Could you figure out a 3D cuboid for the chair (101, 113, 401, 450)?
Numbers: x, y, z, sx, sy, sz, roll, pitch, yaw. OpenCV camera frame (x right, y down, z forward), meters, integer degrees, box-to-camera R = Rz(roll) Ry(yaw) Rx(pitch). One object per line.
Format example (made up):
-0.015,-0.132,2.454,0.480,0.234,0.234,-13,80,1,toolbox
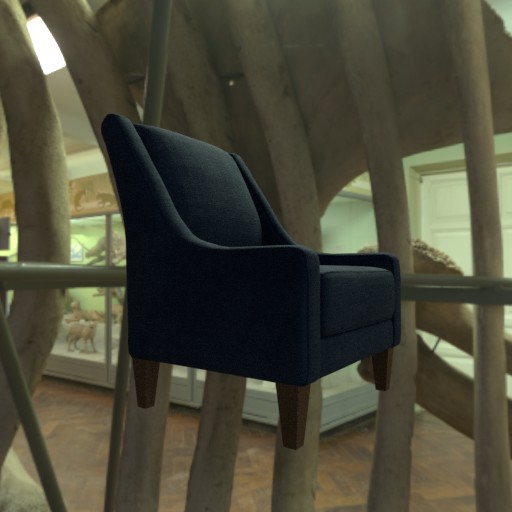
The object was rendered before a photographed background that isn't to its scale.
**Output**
0.000,0.000,1.639,0.870,1.014,0.774,-1,-2,35,chair
